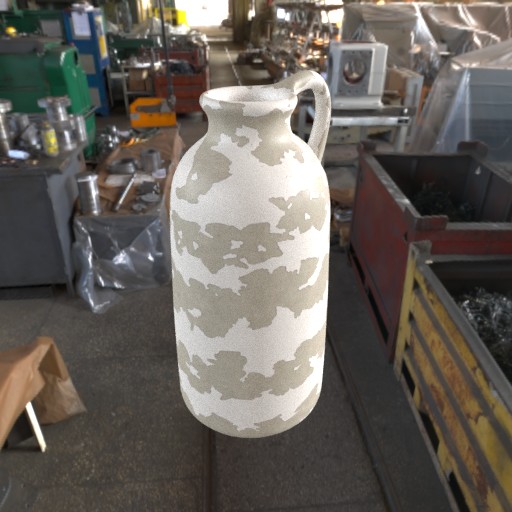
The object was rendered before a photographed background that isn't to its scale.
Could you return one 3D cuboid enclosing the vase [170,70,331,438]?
[{"bbox_3d":[0.000,0.000,0.503,0.203,0.382,0.186,-22,36,-33],"label":"vase"}]
